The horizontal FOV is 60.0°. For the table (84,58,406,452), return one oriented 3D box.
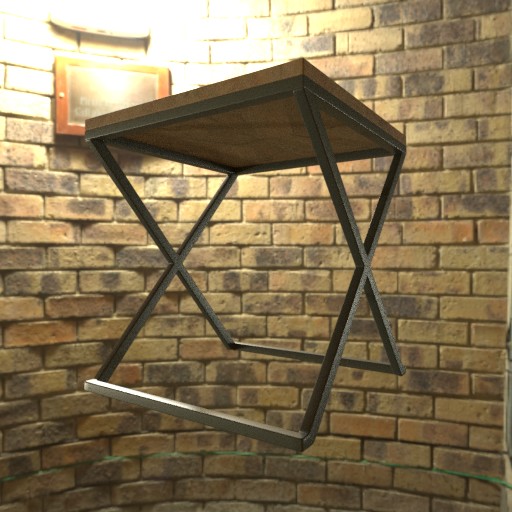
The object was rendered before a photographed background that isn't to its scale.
[{"bbox_3d":[0.000,0.000,0.954,0.499,0.550,0.498,0,0,35],"label":"table"}]
